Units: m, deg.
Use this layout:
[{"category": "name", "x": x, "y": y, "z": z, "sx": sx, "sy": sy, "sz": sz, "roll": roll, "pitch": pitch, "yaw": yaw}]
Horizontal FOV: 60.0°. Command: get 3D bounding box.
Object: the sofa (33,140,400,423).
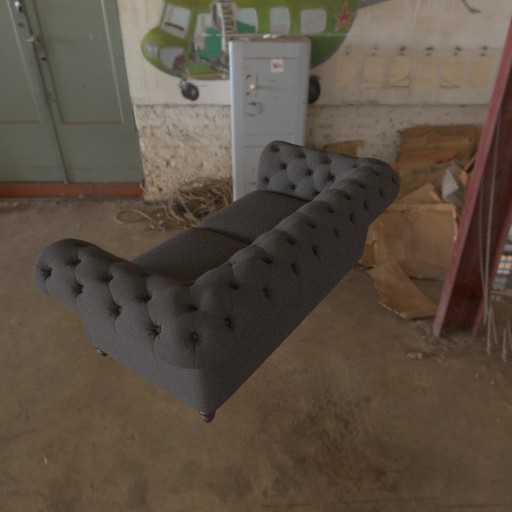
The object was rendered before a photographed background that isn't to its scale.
[{"category": "sofa", "x": 0.000, "y": 0.000, "z": 2.478, "sx": 0.986, "sy": 0.764, "sz": 1.998, "roll": 21, "pitch": 37, "yaw": 29}]
